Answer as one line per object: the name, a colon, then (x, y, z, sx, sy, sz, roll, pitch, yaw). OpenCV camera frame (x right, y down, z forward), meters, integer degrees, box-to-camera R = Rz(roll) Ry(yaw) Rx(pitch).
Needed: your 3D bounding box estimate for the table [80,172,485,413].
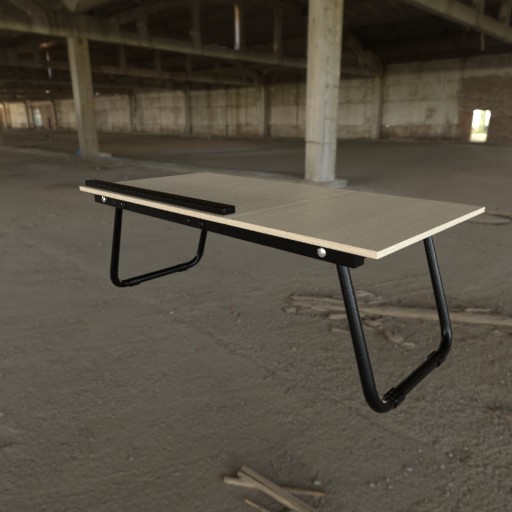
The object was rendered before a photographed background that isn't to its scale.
table: (0.000, 0.000, 0.795, 0.644, 0.242, 0.322, 16, 23, 41)
